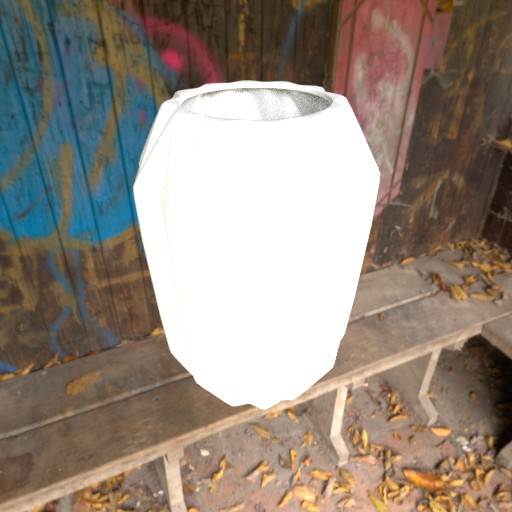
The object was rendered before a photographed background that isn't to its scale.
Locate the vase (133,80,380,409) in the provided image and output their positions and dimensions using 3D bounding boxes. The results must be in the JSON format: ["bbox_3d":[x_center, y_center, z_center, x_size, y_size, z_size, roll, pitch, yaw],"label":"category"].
[{"bbox_3d":[0.000,0.000,0.399,0.195,0.275,0.195,0,33,0],"label":"vase"}]
